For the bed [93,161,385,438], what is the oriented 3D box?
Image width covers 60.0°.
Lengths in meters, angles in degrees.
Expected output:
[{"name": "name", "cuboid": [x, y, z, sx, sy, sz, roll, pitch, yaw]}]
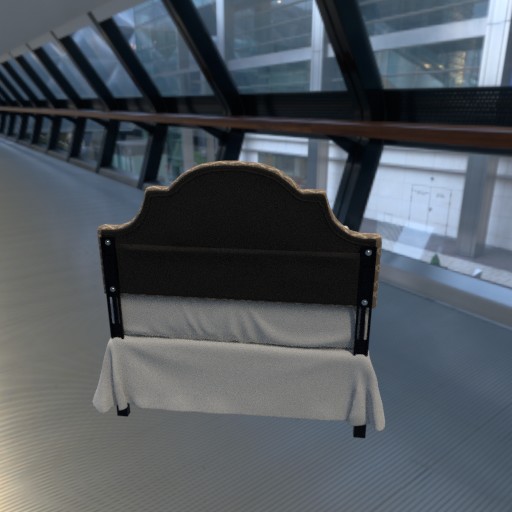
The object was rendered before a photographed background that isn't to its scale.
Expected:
[{"name": "bed", "cuboid": [0.000, 0.000, 3.452, 1.780, 1.633, 2.222, 2, 18, 7]}]
